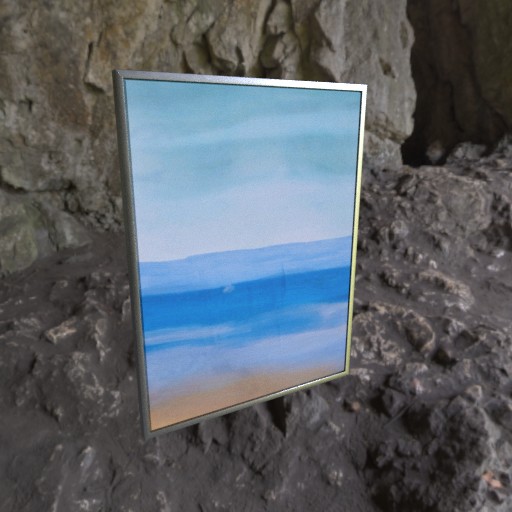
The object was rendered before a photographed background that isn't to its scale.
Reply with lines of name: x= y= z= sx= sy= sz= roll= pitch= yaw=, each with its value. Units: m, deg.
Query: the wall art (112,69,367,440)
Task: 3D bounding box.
wall art: x=0.000 y=0.000 z=1.424 sx=0.803 sy=1.062 sz=0.041 roll=-8 pitch=18 yaw=-27
